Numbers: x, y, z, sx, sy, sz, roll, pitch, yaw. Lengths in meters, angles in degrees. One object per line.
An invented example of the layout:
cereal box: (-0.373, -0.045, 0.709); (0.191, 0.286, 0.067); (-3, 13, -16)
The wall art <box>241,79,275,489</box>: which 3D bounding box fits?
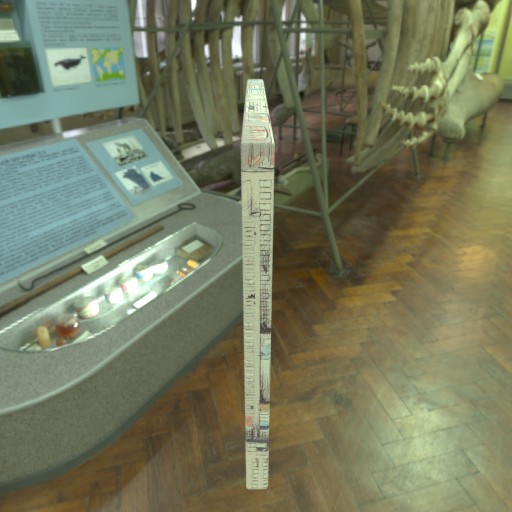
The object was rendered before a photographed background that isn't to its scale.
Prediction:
wall art: (0.000, 0.000, 1.132); (0.048, 0.762, 0.761); (0, 28, 0)
